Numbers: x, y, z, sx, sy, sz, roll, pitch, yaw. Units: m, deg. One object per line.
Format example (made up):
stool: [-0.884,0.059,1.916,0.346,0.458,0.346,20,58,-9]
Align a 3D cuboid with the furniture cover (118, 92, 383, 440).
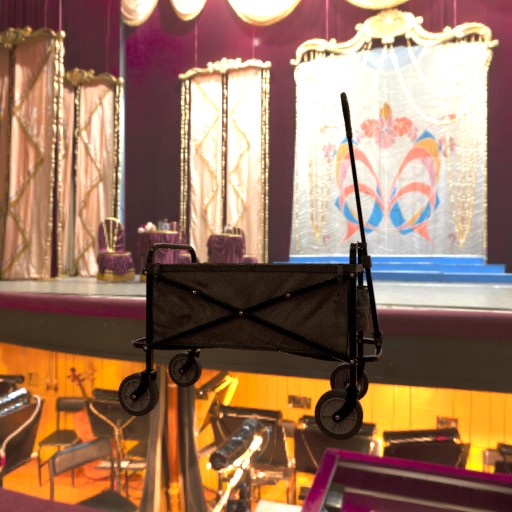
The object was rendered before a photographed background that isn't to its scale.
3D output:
furniture cover: [0.000,0.000,1.887,1.038,1.295,0.532,0,0,17]
